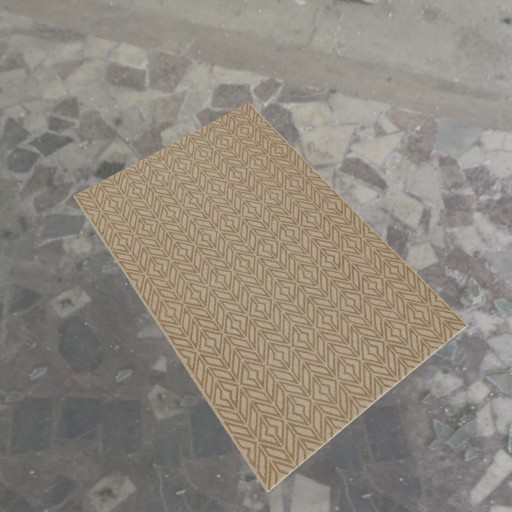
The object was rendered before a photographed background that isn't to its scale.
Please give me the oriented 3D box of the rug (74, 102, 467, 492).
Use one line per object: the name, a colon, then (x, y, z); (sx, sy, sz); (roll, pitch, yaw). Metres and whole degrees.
rug: (0.000, 0.000, 2.329); (1.220, 0.007, 1.828); (-33, 68, -15)
